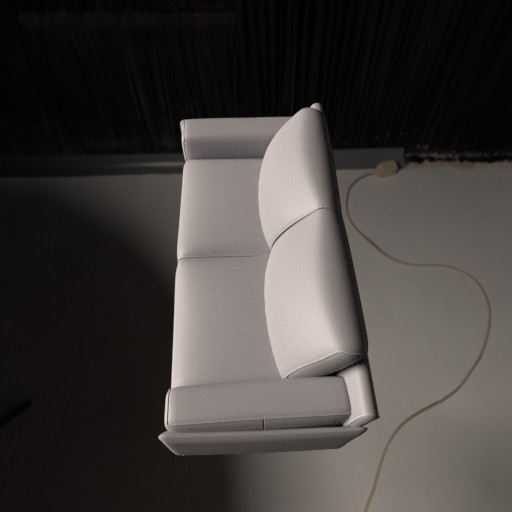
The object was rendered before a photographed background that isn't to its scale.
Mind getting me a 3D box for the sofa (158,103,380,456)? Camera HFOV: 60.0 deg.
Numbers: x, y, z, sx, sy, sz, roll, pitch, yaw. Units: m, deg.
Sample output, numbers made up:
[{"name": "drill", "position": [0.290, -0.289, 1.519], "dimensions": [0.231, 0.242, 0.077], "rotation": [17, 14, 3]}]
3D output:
[{"name": "sofa", "position": [0.000, 0.000, 2.622], "dimensions": [0.969, 0.900, 2.100], "rotation": [-2, 58, -1]}]
